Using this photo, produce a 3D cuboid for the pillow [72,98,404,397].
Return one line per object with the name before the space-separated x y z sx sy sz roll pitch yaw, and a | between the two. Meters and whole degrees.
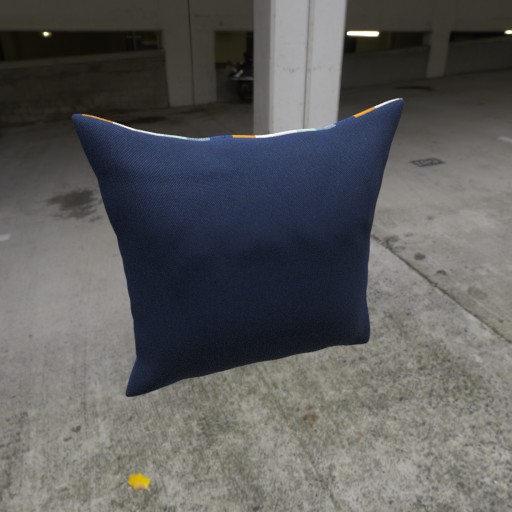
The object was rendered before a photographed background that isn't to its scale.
pillow | 0.000 0.000 0.697 0.463 0.454 0.173 -9 29 -16
